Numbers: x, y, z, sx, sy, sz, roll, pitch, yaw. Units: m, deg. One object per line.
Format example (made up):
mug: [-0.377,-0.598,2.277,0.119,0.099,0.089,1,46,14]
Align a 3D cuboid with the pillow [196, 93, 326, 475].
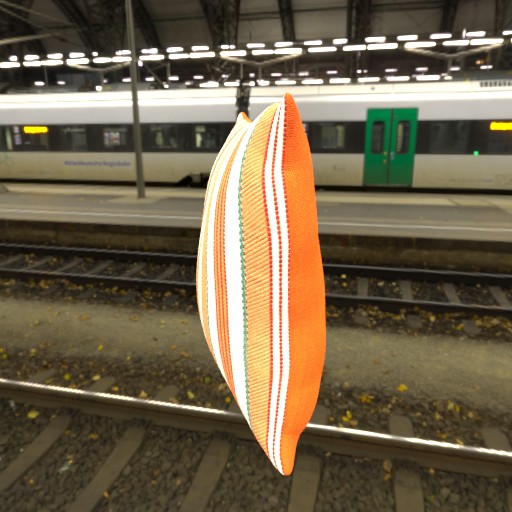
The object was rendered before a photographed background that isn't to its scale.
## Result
pillow: [0.000,0.000,0.675,0.182,0.441,0.440,-2,15,-7]
